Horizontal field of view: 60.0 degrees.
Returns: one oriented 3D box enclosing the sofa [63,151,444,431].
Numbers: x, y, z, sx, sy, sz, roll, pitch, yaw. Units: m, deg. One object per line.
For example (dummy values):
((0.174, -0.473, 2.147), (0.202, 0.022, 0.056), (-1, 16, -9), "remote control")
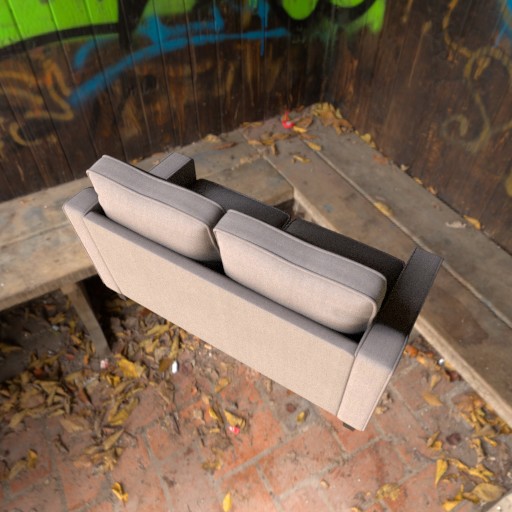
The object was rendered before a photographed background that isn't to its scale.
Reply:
((0.000, 0.000, 2.065), (1.500, 0.948, 0.791), (25, 53, 21), "sofa")
